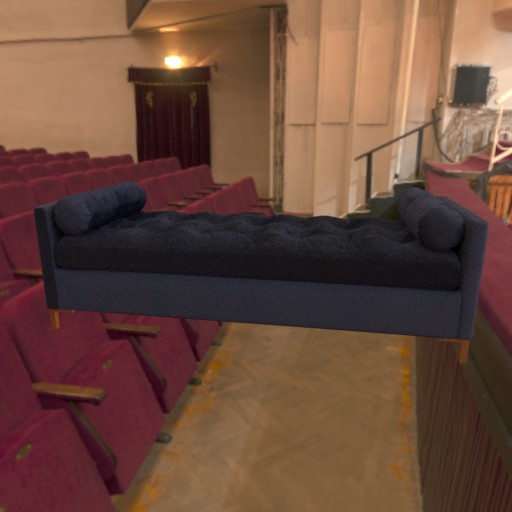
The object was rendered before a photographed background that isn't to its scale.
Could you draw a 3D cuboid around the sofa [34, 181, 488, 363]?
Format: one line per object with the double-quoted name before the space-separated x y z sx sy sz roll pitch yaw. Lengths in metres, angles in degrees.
"sofa" 0.000 0.000 2.423 2.102 0.705 0.796 3 16 10
